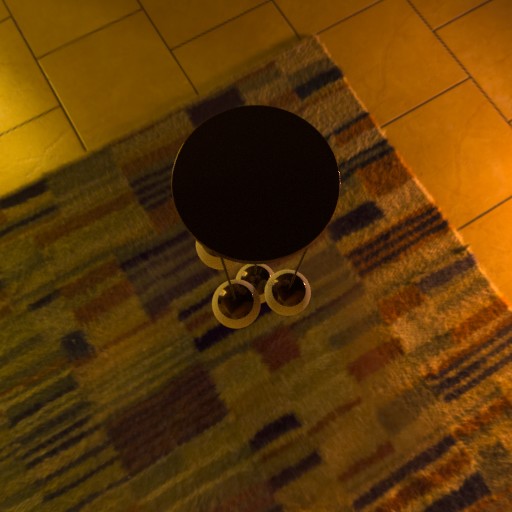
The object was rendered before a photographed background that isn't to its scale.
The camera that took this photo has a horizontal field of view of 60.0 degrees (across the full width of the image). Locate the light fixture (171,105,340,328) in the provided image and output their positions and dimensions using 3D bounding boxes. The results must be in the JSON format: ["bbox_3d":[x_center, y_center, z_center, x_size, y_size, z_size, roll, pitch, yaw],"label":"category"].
[{"bbox_3d":[0.000,0.000,1.521,0.484,1.271,0.489,38,79,9],"label":"light fixture"}]
